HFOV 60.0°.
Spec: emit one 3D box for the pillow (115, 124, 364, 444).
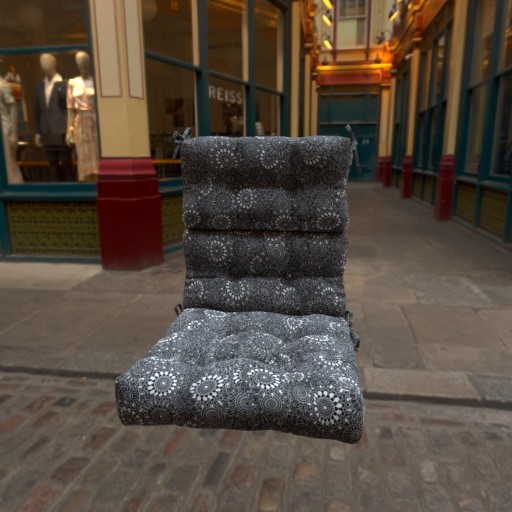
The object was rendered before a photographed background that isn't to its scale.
[{"bbox_3d":[0.000,0.000,1.029,0.519,0.605,0.571,2,14,8],"label":"pillow"}]
